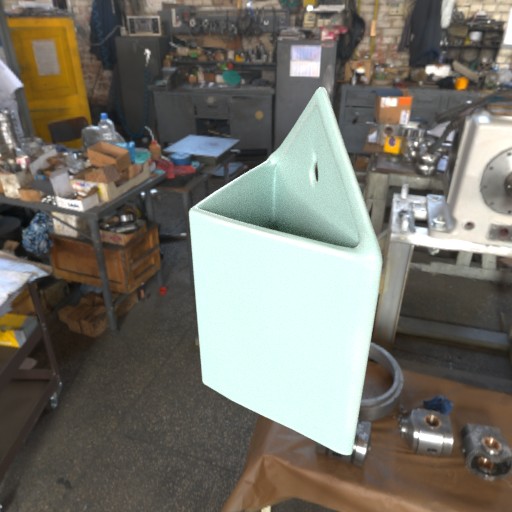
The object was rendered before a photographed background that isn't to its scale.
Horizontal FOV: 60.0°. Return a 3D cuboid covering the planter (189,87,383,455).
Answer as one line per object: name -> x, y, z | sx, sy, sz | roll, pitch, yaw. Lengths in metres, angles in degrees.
planter -> 0.000, 0.000, 0.278 | 0.079, 0.197, 0.164 | -8, 30, -13
